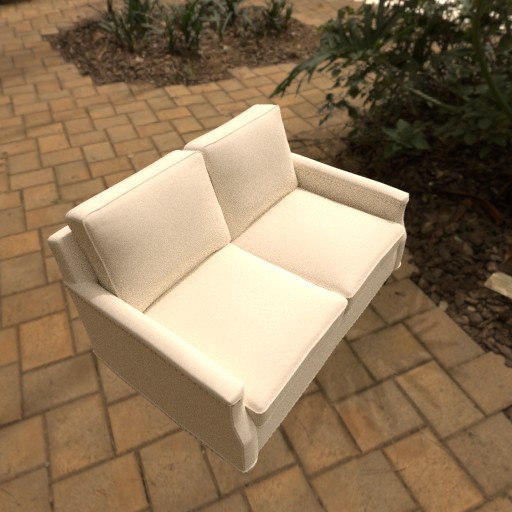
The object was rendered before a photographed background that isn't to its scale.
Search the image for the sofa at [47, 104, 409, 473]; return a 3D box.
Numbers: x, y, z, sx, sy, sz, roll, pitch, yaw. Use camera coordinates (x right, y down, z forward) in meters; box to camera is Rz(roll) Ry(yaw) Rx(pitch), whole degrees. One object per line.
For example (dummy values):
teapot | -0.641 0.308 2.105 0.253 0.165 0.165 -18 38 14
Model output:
sofa | 0.000 0.000 2.281 1.084 1.003 1.597 27 49 26
